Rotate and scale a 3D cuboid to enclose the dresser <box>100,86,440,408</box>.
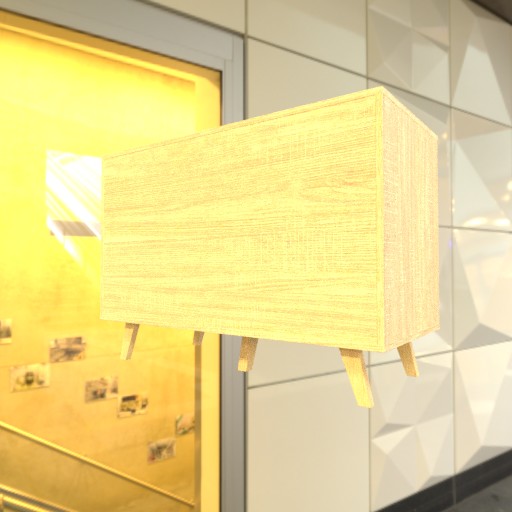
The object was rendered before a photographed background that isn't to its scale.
[{"bbox_3d":[0.000,0.000,1.570,1.110,0.780,0.500,-1,-2,36],"label":"dresser"}]
